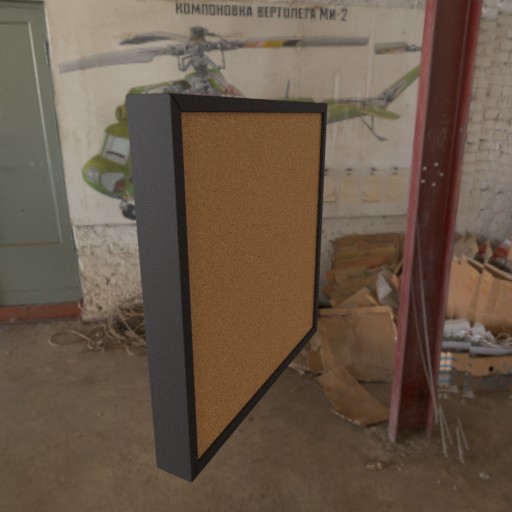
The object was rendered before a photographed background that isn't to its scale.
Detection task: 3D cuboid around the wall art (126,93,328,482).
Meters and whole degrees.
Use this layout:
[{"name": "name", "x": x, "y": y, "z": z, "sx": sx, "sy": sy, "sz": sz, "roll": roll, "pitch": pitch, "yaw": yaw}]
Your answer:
[{"name": "wall art", "x": 0.000, "y": 0.000, "z": 0.459, "sx": 0.037, "sy": 0.305, "sz": 0.305, "roll": 9, "pitch": 20, "yaw": 26}]
